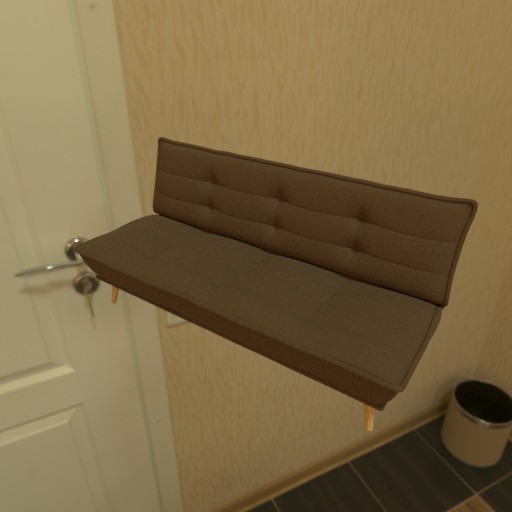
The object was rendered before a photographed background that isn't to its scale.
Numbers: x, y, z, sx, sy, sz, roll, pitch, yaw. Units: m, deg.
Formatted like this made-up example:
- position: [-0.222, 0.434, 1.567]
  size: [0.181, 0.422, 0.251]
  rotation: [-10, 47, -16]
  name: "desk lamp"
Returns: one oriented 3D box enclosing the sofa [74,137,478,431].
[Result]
- position: [0.000, 0.000, 2.401]
  size: [1.940, 0.890, 0.950]
  rotation: [19, 34, 29]
  name: "sofa"
